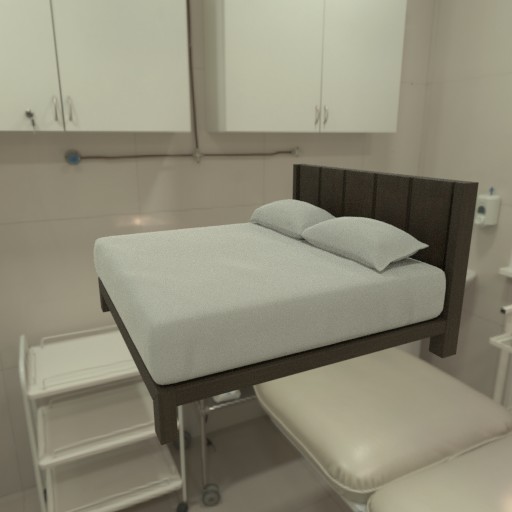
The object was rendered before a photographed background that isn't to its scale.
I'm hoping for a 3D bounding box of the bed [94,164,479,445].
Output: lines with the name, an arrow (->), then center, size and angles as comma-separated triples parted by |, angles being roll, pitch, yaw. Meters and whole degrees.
bed -> 0.000, 0.000, 3.543 | 2.238, 1.261, 2.143 | -8, 17, -26
